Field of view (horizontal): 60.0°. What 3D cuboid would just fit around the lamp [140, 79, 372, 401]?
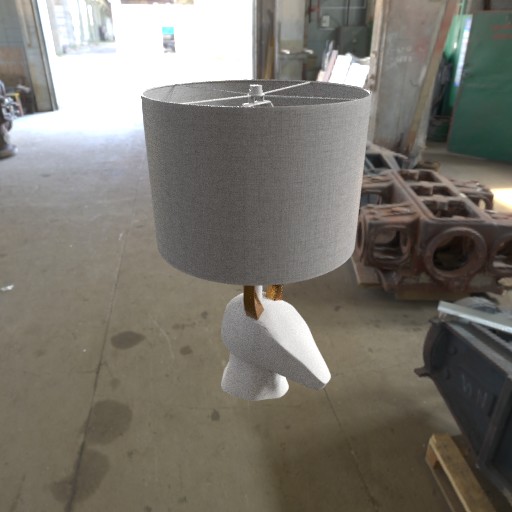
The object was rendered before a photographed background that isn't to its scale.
[{"bbox_3d":[0.000,0.000,0.696,0.298,0.503,0.298,18,32,31],"label":"lamp"}]
